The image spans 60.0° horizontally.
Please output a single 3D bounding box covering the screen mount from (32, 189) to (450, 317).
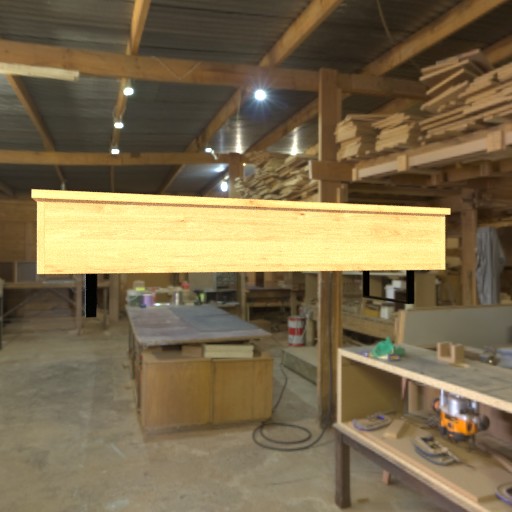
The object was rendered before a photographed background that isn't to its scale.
[{"bbox_3d":[0.000,0.000,1.931,1.700,0.430,0.450,0,0,-19],"label":"screen mount"}]
